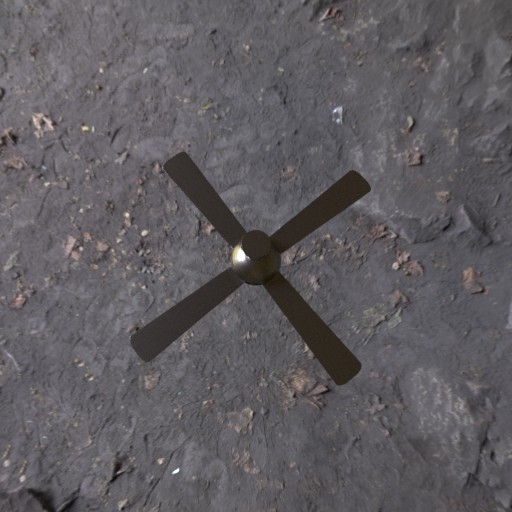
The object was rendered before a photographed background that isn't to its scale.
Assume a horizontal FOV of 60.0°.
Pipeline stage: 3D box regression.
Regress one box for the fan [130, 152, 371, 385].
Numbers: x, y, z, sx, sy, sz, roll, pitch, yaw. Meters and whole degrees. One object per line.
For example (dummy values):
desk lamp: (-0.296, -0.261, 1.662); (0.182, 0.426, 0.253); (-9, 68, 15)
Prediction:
fan: (0.000, 0.000, 2.040); (1.321, 0.381, 1.321); (-17, 75, -5)
